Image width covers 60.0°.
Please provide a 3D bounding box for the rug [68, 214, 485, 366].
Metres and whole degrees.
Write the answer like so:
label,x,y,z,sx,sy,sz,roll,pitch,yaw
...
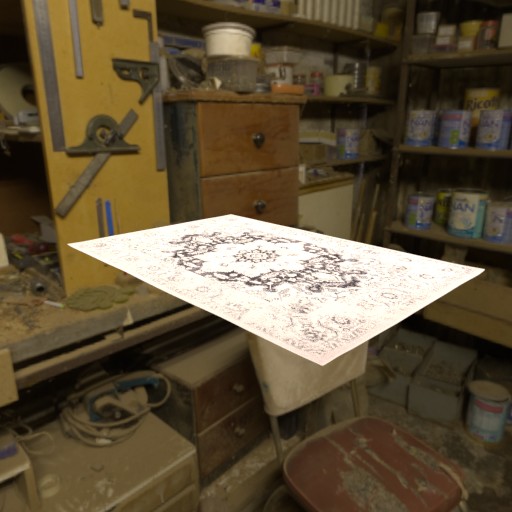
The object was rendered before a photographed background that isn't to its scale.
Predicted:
label,x,y,z,sx,sy,sz,roll,pitch,yaw
rug,0.000,0.000,2.280,1.223,0.008,1.813,-16,23,-42
